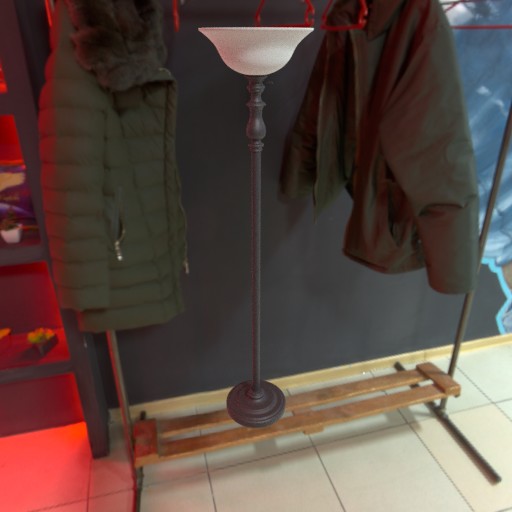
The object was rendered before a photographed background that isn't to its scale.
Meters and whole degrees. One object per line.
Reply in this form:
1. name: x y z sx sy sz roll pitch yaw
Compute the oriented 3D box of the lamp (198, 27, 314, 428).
1. lamp: 0.000 0.000 1.967 0.405 1.797 0.405 8 28 15
